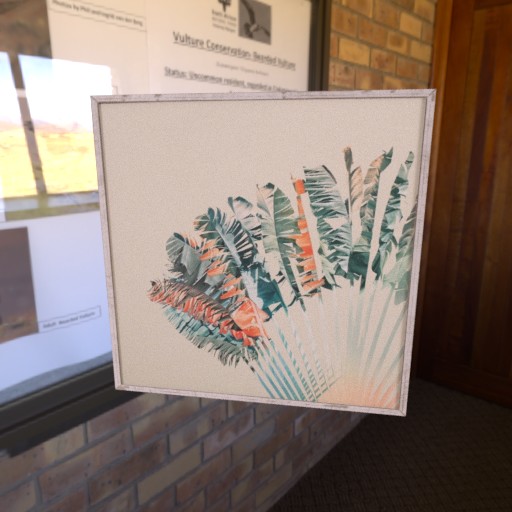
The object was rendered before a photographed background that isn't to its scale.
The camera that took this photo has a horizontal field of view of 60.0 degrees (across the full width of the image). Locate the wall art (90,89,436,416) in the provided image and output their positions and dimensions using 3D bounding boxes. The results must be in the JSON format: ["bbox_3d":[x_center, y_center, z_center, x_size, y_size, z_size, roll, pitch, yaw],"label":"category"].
[{"bbox_3d":[0.000,0.000,0.441,0.305,0.303,0.038,2,14,9],"label":"wall art"}]
